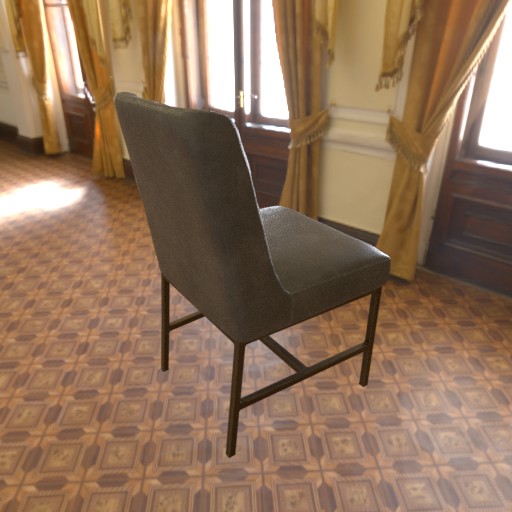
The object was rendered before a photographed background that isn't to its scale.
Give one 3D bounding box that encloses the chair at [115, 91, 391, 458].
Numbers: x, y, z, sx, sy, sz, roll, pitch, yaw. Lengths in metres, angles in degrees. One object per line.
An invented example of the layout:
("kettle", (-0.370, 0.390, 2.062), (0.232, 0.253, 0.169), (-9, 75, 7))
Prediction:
("chair", (0.000, 0.000, 1.259), (0.587, 0.889, 0.508), (-18, 32, -31))
